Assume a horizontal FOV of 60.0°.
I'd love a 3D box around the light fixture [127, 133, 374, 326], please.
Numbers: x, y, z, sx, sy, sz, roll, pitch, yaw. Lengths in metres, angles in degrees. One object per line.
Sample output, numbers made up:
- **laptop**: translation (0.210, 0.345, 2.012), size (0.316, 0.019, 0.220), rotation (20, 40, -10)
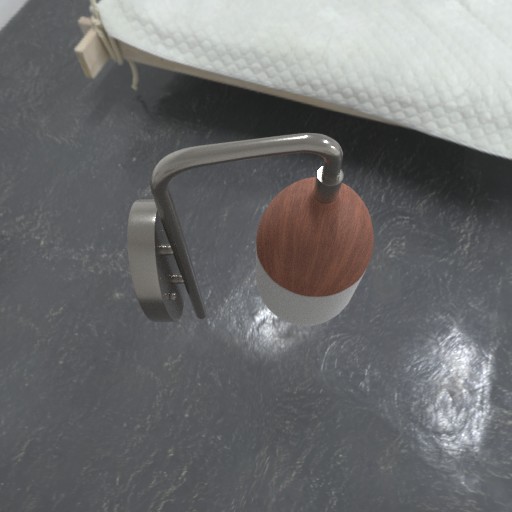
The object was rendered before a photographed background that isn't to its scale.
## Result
- **light fixture**: translation (0.000, 0.000, 0.438), size (0.216, 0.343, 0.108), rotation (-1, 64, 0)
